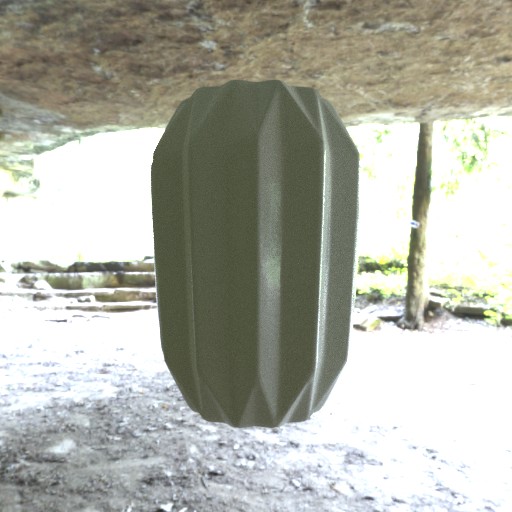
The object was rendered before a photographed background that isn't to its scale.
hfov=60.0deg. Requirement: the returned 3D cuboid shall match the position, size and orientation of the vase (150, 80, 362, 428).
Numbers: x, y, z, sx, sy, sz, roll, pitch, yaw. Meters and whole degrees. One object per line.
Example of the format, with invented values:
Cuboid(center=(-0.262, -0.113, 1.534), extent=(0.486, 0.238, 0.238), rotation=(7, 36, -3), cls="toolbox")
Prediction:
Cuboid(center=(0.000, 0.000, 0.408), extent=(0.195, 0.275, 0.195), rotation=(0, 0, 0), cls="vase")
